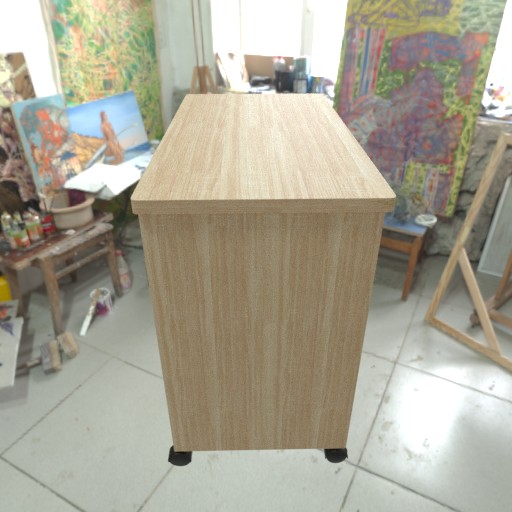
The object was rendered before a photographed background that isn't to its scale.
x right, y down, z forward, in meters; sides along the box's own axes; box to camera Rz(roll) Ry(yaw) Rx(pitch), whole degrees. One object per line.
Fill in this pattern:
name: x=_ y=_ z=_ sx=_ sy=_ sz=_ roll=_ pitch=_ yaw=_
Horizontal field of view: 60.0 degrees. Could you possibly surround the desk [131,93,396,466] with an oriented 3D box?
desk: x=0.000 y=0.000 z=1.349 sx=0.480 sy=0.770 sz=0.884 roll=-1 pitch=31 yaw=-1
